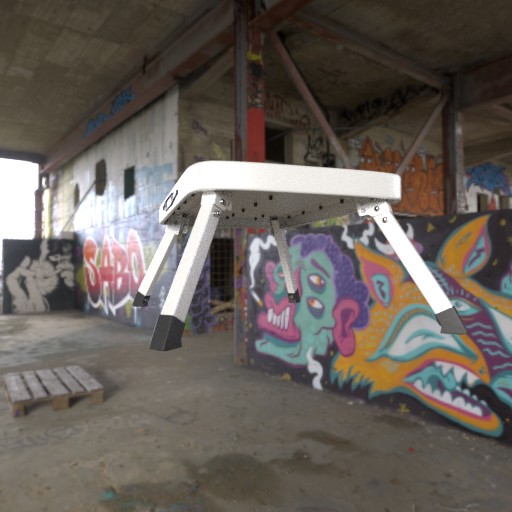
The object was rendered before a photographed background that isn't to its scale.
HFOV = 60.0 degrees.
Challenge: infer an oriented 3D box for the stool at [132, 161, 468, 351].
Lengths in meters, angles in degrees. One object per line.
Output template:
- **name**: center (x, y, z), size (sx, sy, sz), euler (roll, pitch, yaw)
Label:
- **stool**: center (0.000, 0.000, 0.620), size (0.320, 0.170, 0.460), euler (0, -2, -17)
